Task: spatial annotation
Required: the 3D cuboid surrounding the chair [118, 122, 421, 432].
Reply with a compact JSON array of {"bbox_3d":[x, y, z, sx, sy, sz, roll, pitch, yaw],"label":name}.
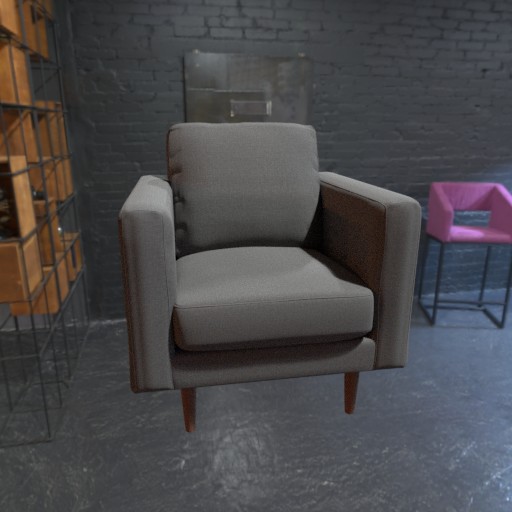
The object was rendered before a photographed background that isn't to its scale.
[{"bbox_3d":[0.000,0.000,1.595,0.854,0.927,0.800,-3,17,-10],"label":"chair"}]
